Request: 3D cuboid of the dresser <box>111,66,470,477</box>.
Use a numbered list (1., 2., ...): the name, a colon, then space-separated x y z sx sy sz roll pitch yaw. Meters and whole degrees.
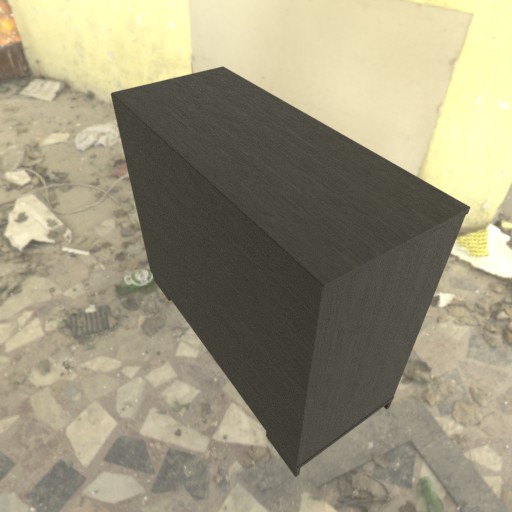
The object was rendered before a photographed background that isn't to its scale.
1. dresser: 0.000 0.000 1.415 0.404 0.816 0.994 -25 48 -25
